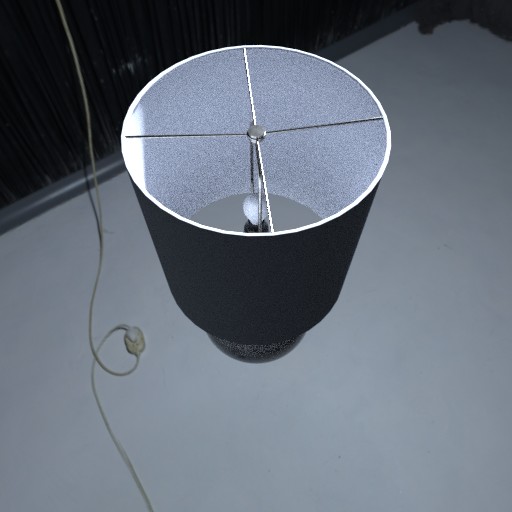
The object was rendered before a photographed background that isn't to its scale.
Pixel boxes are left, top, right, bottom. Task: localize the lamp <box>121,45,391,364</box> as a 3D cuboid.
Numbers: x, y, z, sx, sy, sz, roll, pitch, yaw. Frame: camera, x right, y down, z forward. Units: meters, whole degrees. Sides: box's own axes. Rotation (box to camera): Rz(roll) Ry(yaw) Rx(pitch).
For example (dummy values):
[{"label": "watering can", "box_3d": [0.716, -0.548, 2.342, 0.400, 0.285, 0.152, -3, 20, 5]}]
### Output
[{"label": "lamp", "box_3d": [0.000, 0.000, 0.531, 0.216, 0.404, 0.216, -32, 64, -18]}]
